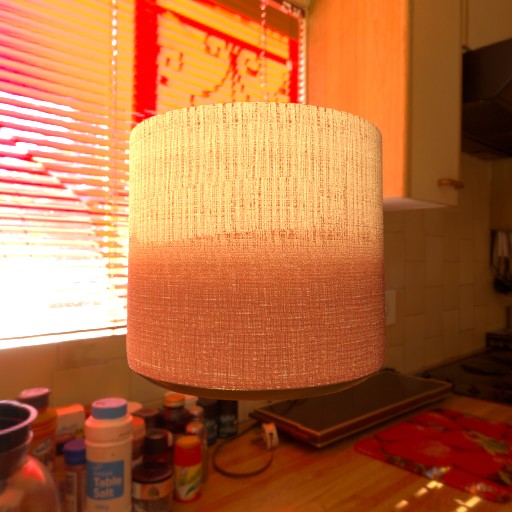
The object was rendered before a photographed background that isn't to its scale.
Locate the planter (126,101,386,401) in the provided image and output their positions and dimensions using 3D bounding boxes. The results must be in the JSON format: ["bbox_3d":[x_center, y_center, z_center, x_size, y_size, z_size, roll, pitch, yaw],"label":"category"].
[{"bbox_3d":[0.000,0.000,0.394,0.221,0.201,0.221,0,-1,0],"label":"planter"}]
